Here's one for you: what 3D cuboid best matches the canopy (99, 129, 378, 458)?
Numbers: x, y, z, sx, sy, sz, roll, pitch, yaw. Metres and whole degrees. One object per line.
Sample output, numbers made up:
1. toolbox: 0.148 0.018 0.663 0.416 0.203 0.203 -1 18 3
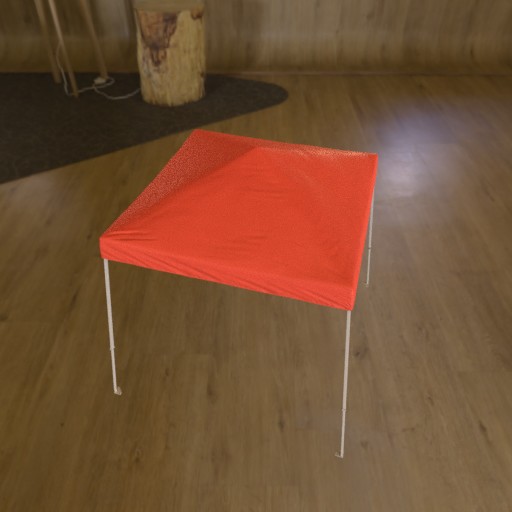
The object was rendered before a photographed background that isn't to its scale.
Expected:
1. canopy: 0.000 0.000 5.295 2.850 2.850 2.849 11 43 12
